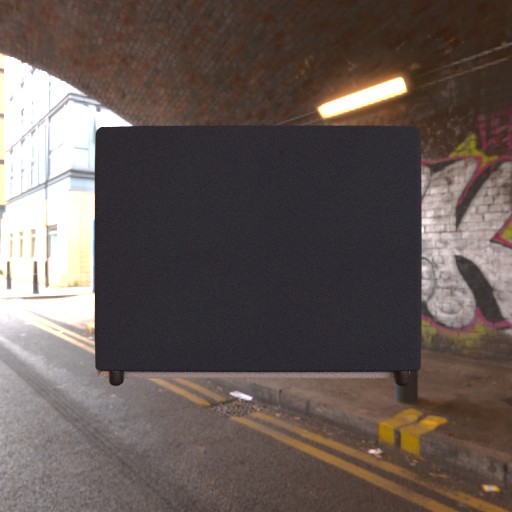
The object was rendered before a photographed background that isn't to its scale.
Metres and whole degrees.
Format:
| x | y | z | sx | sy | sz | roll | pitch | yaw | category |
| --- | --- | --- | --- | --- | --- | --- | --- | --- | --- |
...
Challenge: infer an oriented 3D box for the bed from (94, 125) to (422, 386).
| x | y | z | sx | sy | sz | roll | pitch | yaw | category |
| --- | --- | --- | --- | --- | --- | --- | --- | --- | --- |
| 0.000 | 0.000 | 3.284 | 1.713 | 1.330 | 2.162 | 0 | 0 | 0 | bed |
